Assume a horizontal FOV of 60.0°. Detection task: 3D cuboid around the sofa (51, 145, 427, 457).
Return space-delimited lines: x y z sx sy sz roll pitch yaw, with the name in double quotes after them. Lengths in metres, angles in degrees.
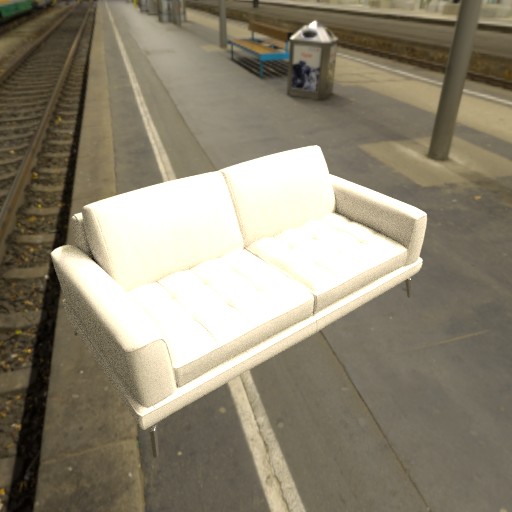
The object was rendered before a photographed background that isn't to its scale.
0.000 0.000 2.787 2.177 0.930 1.121 -22 38 -32 "sofa"
